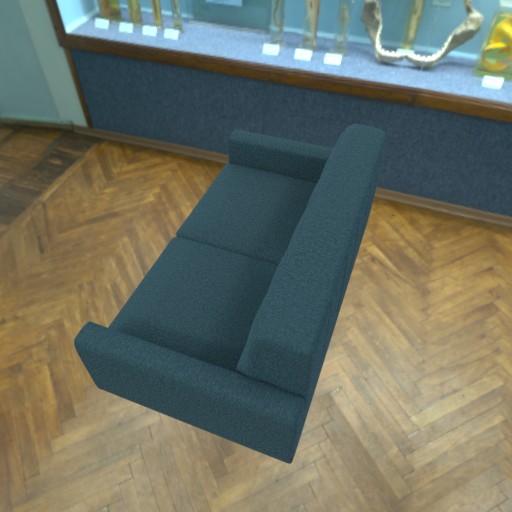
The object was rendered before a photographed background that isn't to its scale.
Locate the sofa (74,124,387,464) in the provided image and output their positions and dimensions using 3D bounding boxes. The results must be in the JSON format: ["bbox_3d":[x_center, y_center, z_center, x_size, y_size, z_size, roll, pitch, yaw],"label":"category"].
[{"bbox_3d":[0.000,0.000,2.247,0.942,0.896,1.651,16,49,14],"label":"sofa"}]
